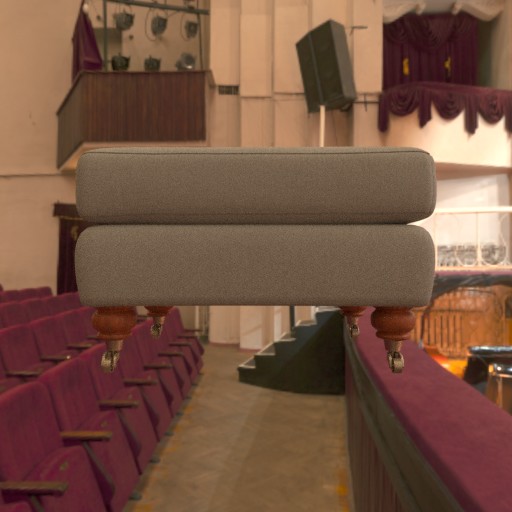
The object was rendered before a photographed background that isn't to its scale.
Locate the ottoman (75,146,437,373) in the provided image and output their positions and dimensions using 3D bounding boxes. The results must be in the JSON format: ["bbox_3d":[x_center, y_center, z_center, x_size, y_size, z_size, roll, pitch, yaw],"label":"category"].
[{"bbox_3d":[0.000,0.000,1.180,0.773,0.499,0.569,0,-1,1],"label":"ottoman"}]
